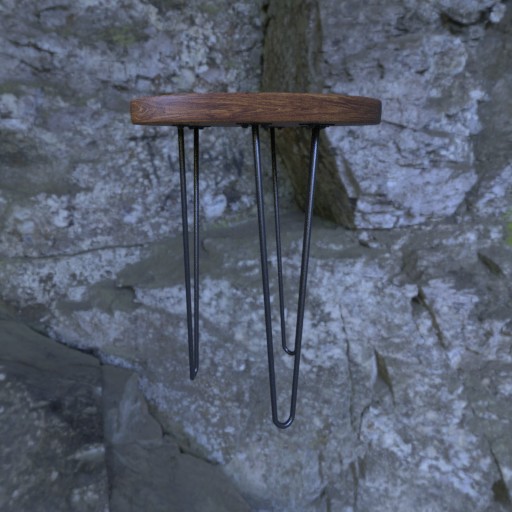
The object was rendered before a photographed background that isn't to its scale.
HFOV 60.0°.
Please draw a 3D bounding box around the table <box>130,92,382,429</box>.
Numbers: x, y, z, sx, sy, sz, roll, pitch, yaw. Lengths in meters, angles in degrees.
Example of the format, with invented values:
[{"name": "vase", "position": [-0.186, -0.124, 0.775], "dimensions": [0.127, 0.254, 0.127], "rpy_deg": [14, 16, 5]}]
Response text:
[{"name": "table", "position": [0.000, 0.000, 0.796], "dimensions": [0.400, 0.520, 0.400], "rpy_deg": [0, 15, 0]}]
